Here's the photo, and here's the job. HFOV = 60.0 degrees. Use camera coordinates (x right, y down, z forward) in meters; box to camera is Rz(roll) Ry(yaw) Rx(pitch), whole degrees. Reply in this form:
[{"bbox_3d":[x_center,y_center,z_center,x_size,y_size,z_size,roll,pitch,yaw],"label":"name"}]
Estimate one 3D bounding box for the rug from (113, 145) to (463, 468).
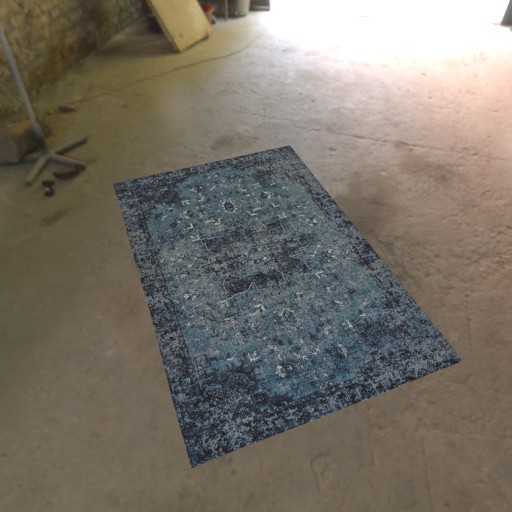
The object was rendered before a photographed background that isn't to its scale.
[{"bbox_3d":[0.000,0.000,2.355,1.219,0.005,1.828,-16,48,-15],"label":"rug"}]
